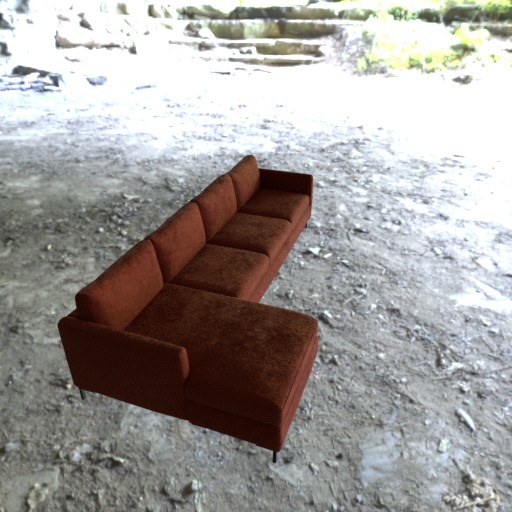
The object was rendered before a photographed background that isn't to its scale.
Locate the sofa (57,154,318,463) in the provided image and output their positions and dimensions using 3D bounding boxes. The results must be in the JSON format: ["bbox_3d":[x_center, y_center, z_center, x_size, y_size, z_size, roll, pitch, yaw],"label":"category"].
[{"bbox_3d":[0.000,0.000,2.982,1.136,0.663,2.467,10,31,17],"label":"sofa"}]
